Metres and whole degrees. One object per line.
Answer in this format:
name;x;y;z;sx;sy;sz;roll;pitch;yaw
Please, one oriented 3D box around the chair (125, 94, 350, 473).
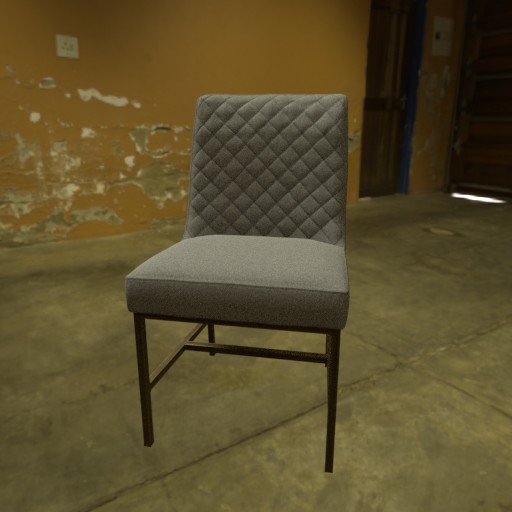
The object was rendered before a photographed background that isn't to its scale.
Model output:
chair;0.000;0.000;1.227;0.508;0.889;0.587;3;16;11
